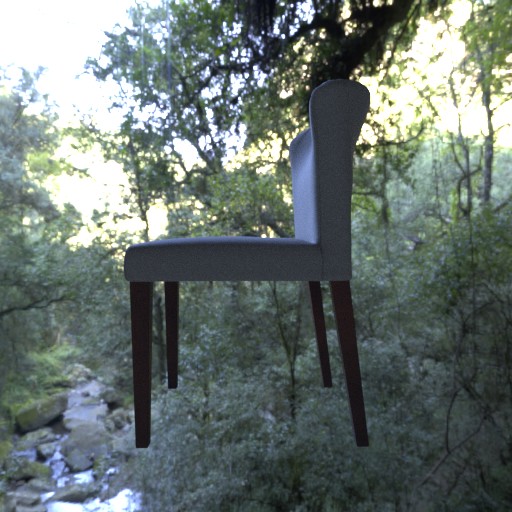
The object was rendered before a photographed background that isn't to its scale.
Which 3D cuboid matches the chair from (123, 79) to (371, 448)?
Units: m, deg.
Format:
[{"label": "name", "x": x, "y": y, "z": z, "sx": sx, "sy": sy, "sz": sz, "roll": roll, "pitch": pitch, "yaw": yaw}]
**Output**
[{"label": "chair", "x": 0.000, "y": 0.000, "z": 1.190, "sx": 0.592, "sy": 0.839, "sz": 0.491, "roll": 0, "pitch": 1, "yaw": -1}]
